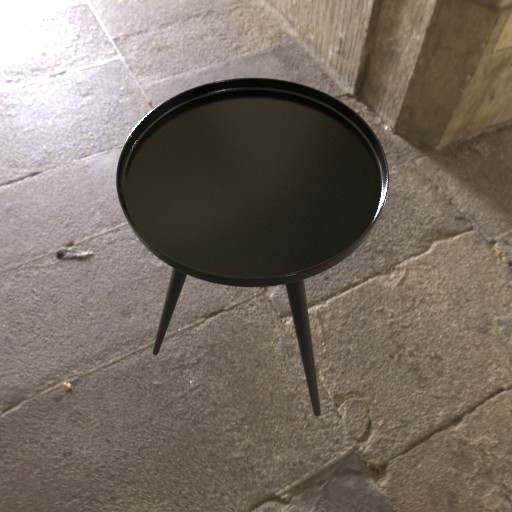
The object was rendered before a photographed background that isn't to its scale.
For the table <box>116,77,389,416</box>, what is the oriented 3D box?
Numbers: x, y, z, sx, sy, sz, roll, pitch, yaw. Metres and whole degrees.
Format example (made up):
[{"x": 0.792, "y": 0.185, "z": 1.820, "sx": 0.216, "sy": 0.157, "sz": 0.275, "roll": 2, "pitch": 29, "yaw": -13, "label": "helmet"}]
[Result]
[{"x": 0.000, "y": 0.000, "z": 0.848, "sx": 0.403, "sy": 0.548, "sz": 0.415, "roll": 15, "pitch": 59, "yaw": 9, "label": "table"}]
